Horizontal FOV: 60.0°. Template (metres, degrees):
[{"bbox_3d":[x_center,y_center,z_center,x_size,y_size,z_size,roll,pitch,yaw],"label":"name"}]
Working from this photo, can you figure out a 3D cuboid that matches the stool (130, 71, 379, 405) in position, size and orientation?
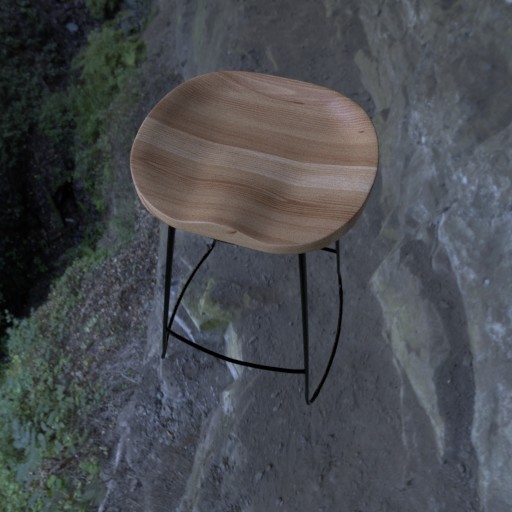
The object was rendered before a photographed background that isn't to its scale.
[{"bbox_3d":[0.000,0.000,0.993,0.480,0.679,0.401,15,58,10],"label":"stool"}]
